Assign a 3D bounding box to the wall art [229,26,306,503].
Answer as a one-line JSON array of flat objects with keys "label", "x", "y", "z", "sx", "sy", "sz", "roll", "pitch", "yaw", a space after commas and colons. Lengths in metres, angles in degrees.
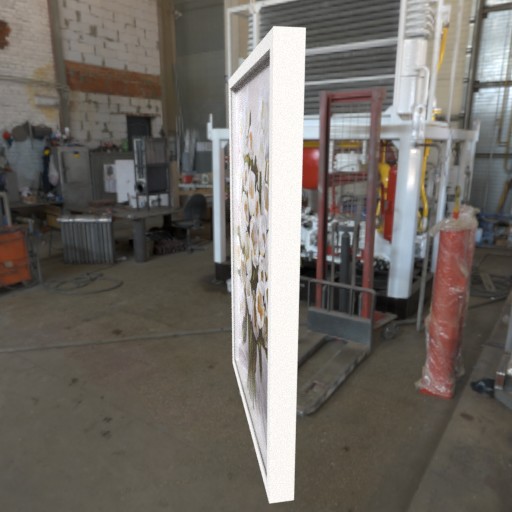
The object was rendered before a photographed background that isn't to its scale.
[{"label": "wall art", "x": 0.000, "y": 0.000, "z": 0.806, "sx": 0.038, "sy": 0.657, "sz": 0.450, "roll": -2, "pitch": 14, "yaw": -10}]
